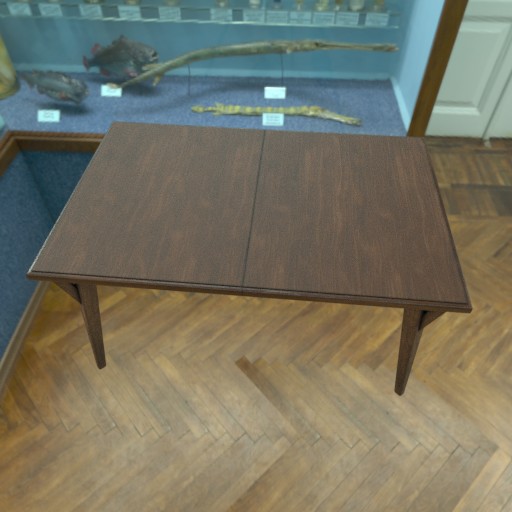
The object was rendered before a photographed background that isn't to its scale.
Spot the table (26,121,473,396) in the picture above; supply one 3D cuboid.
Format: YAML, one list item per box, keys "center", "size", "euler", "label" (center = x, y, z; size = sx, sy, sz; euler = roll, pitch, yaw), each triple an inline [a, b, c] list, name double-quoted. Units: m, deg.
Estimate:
- center: [0.000, 0.000, 2.108]
  size: [1.524, 0.761, 0.990]
  euler: [4, 49, 4]
  label: "table"
